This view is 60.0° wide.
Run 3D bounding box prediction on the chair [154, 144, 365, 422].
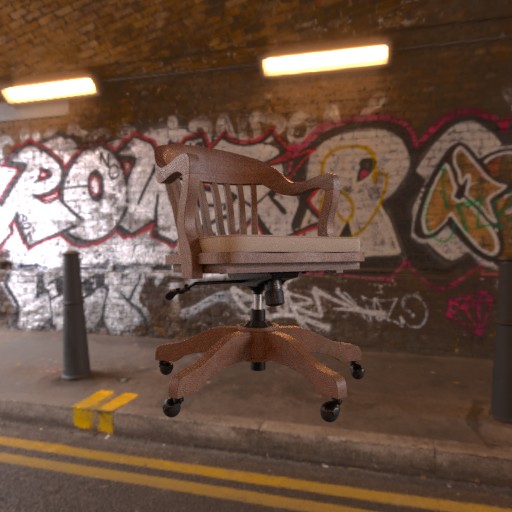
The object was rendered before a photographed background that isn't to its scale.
[{"bbox_3d":[0.000,0.000,1.489,0.750,0.878,0.788,0,1,-36],"label":"chair"}]
